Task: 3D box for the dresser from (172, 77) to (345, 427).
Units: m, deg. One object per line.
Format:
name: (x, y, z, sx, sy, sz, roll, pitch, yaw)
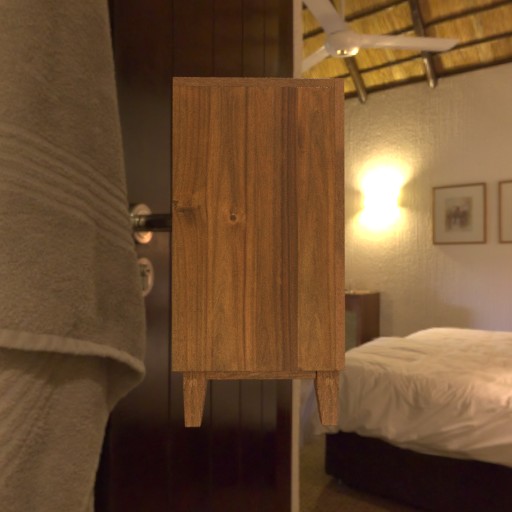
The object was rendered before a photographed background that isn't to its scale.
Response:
dresser: (0.000, 0.000, 1.803, 0.446, 0.873, 1.400, 0, -1, -1)
